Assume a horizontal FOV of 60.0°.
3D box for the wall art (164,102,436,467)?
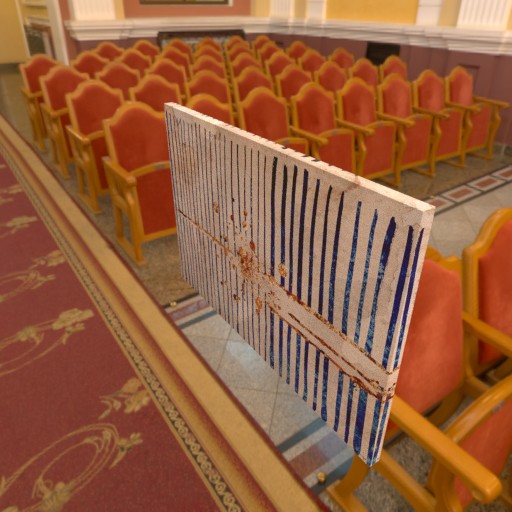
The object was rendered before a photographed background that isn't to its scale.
[{"bbox_3d":[0.000,0.000,1.142,0.030,0.609,0.919,-19,35,-29],"label":"wall art"}]
